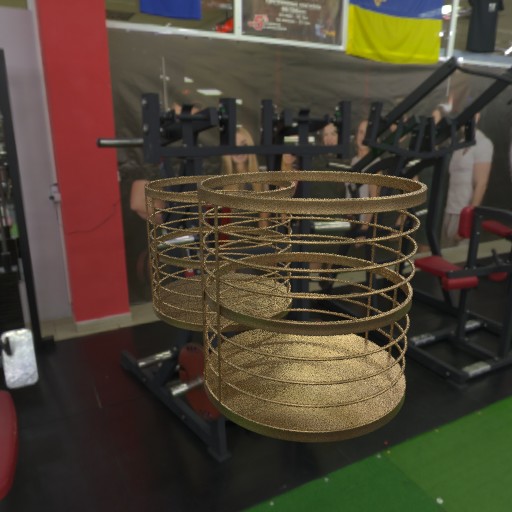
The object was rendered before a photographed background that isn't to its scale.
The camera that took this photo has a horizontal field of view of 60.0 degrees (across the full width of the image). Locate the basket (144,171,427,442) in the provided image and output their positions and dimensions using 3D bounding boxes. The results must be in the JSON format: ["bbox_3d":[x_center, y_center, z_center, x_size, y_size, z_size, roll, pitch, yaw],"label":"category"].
[{"bbox_3d":[0.000,0.000,0.926,0.356,0.351,0.746,-8,18,-24],"label":"basket"}]
